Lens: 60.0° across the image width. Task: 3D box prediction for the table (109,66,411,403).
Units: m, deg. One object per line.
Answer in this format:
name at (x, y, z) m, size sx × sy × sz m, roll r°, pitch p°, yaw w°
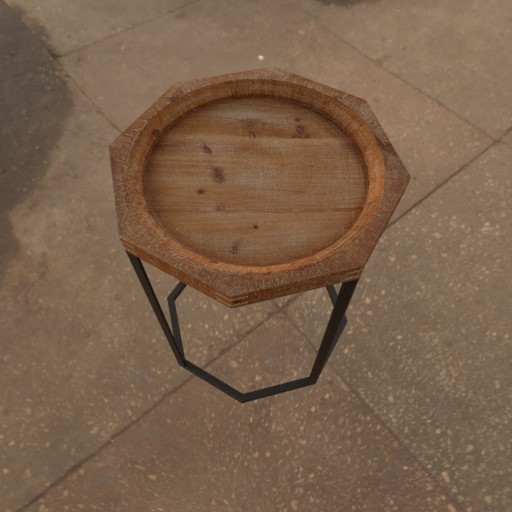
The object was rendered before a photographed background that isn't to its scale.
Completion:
table at (0.000, 0.000, 0.896) m, size 0.458 × 0.543 × 0.458 m, roll -33°, pitch 64°, yaw -18°
